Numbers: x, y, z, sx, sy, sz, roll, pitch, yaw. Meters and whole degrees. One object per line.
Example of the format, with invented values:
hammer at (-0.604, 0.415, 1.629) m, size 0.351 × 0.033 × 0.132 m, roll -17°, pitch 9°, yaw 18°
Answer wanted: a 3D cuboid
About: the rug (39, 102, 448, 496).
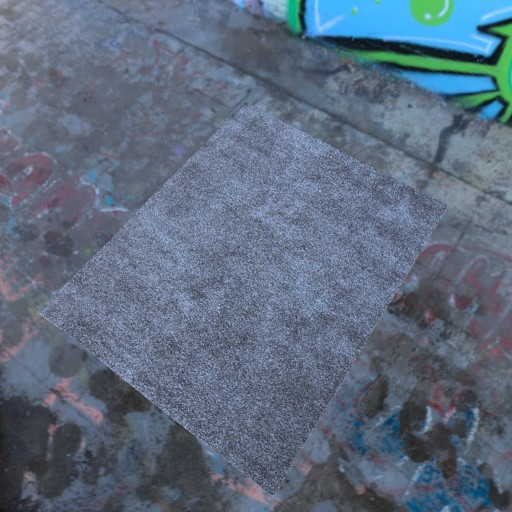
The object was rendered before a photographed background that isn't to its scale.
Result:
rug at (0.000, 0.000, 4.003) m, size 2.401 × 0.025 × 3.000 m, roll 32°, pitch 67°, yaw 15°
